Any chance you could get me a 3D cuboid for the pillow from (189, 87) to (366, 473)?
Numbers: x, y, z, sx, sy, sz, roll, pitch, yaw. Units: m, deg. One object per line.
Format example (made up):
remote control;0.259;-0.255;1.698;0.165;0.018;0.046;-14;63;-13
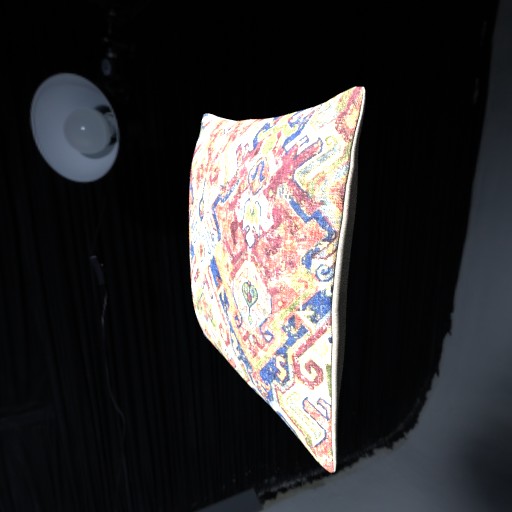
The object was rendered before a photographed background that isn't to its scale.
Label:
pillow;0.000;0.000;0.778;0.166;0.506;0.523;-7;16;-25
